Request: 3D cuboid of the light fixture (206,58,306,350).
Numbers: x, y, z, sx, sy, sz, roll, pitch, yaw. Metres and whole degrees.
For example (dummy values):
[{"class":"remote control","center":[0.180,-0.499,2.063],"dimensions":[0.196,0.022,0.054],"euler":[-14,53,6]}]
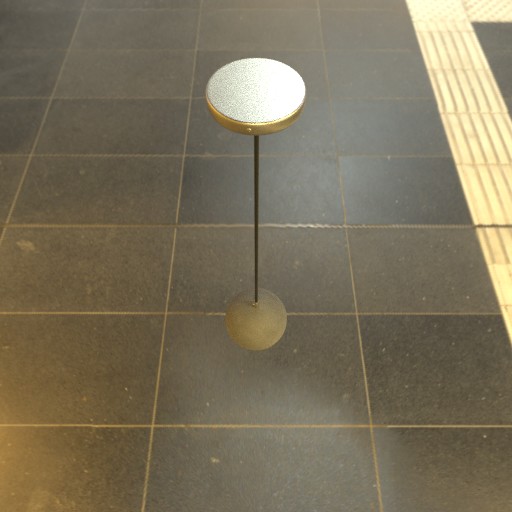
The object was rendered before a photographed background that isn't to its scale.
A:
[{"class":"light fixture","center":[0.000,0.000,0.846],"dimensions":[0.153,0.760,0.153],"euler":[-17,60,-10]}]
